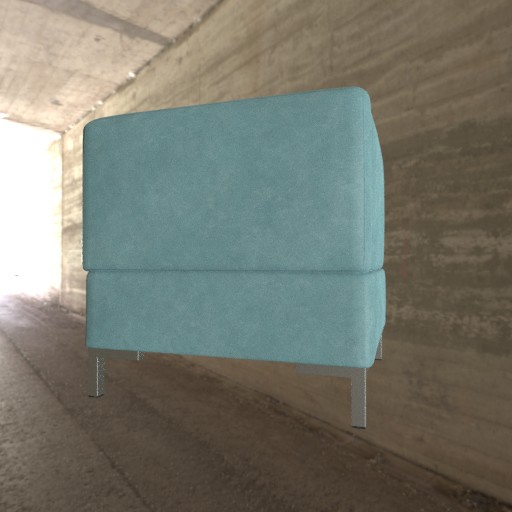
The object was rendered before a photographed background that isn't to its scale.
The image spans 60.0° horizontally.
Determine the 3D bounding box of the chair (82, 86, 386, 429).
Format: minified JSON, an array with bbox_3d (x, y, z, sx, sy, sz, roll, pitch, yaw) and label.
[{"bbox_3d":[0.000,0.000,1.239,0.680,0.660,0.680,0,-1,18],"label":"chair"}]
